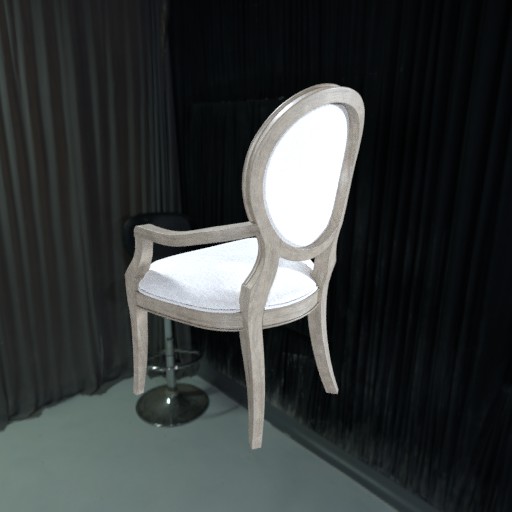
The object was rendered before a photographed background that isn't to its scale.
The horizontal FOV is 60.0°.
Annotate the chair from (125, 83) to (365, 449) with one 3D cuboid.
[{"bbox_3d":[0.000,0.000,1.408,0.602,0.991,0.611,15,22,43],"label":"chair"}]
